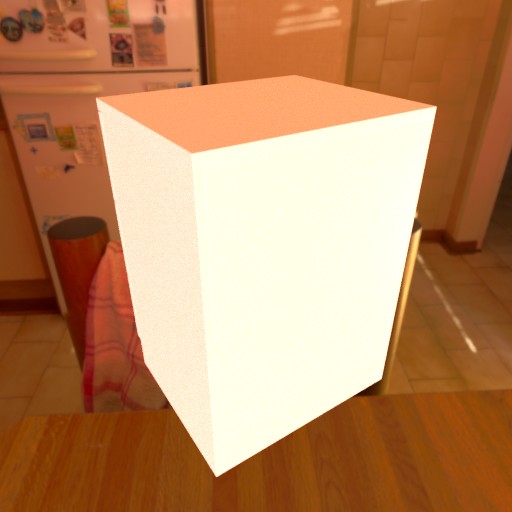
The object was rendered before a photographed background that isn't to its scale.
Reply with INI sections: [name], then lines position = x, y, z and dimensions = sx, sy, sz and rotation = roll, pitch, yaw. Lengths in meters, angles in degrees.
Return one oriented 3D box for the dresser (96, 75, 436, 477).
[dresser]
position = 0.000, 0.000, 0.829
dimensions = 0.400, 0.560, 0.360
rotation = -19, 36, -28
